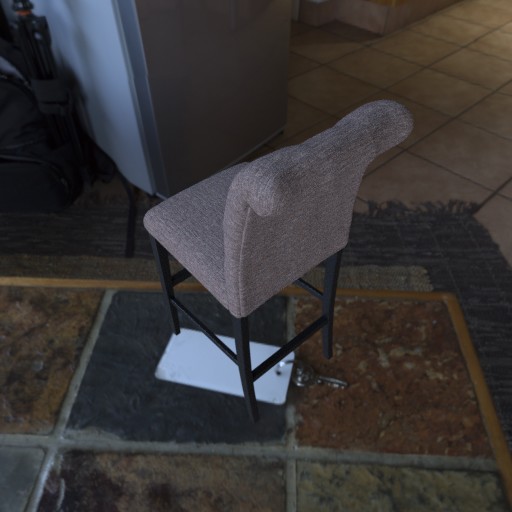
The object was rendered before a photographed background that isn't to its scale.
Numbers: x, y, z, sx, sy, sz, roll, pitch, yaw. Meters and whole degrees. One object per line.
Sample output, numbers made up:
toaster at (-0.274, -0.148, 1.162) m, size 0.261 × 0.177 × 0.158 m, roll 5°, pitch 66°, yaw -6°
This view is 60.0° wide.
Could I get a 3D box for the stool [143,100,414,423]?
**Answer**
stool at (0.000, 0.000, 1.432) m, size 0.452 × 1.131 × 0.613 m, roll -32°, pitch 55°, yaw -27°
